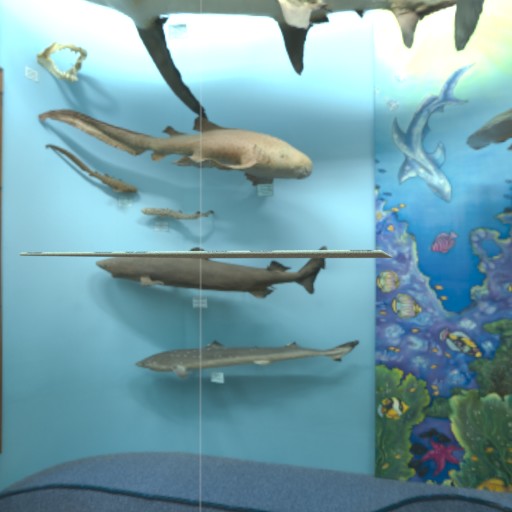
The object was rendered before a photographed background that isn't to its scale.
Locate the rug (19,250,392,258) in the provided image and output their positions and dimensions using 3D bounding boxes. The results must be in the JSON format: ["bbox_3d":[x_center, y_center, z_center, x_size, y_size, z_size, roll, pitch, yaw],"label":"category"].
[{"bbox_3d":[0.000,0.000,3.834,2.211,0.021,2.910,0,-1,18],"label":"rug"}]
